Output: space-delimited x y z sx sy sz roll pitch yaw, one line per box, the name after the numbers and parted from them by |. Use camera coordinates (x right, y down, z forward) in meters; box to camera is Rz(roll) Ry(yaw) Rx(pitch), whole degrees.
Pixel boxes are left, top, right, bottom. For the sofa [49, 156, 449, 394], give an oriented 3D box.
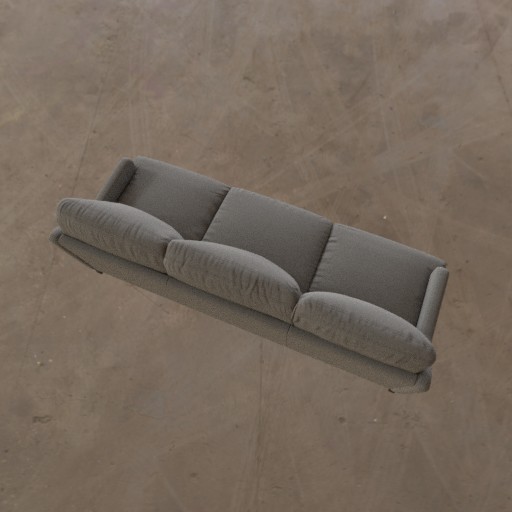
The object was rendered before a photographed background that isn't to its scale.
0.000 0.000 2.874 2.344 0.926 0.987 20 64 10 | sofa
